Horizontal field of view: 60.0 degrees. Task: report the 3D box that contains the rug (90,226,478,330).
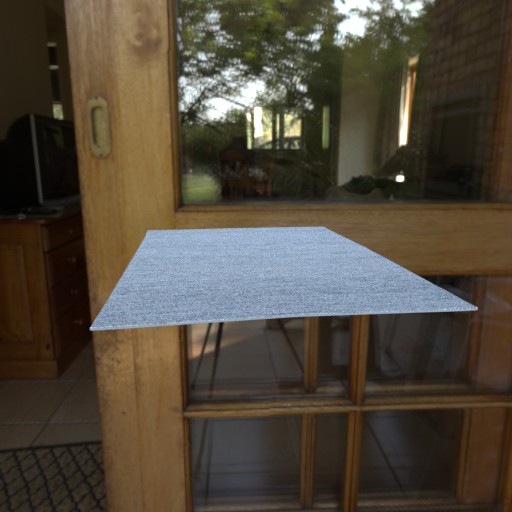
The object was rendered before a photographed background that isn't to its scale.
[{"bbox_3d":[0.000,0.000,2.923,1.616,0.030,2.338,-2,13,-8],"label":"rug"}]
